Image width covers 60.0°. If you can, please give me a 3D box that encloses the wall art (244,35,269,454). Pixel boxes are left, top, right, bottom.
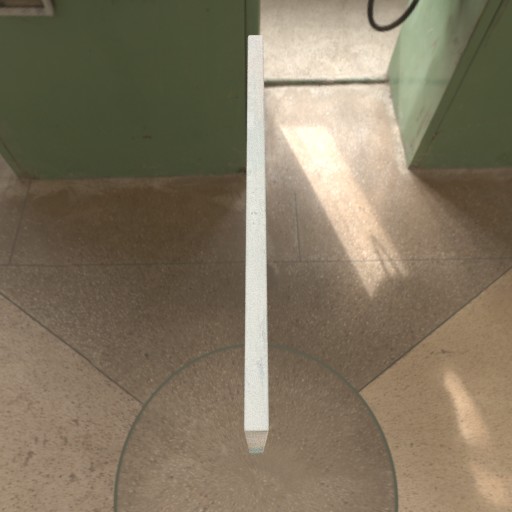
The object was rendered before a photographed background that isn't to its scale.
[{"bbox_3d":[0.000,0.000,1.156,0.038,0.609,0.913,0,63,0],"label":"wall art"}]
